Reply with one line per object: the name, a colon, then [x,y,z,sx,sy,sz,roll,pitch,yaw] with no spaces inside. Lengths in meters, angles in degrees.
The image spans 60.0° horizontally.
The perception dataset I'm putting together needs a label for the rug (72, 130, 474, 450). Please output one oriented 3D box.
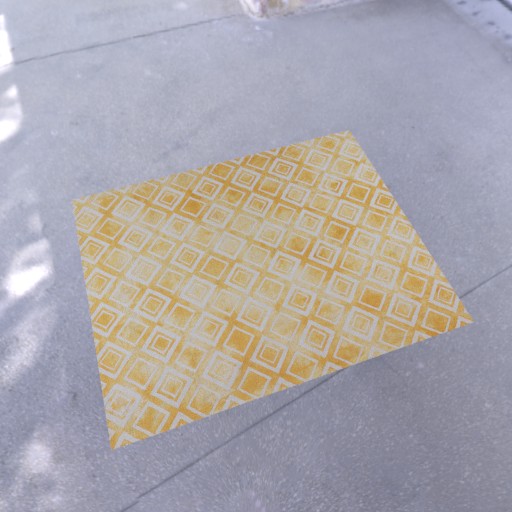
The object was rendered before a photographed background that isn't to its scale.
rug: [0.000,0.000,4.055,3.037,0.011,2.433,-16,60,-10]
